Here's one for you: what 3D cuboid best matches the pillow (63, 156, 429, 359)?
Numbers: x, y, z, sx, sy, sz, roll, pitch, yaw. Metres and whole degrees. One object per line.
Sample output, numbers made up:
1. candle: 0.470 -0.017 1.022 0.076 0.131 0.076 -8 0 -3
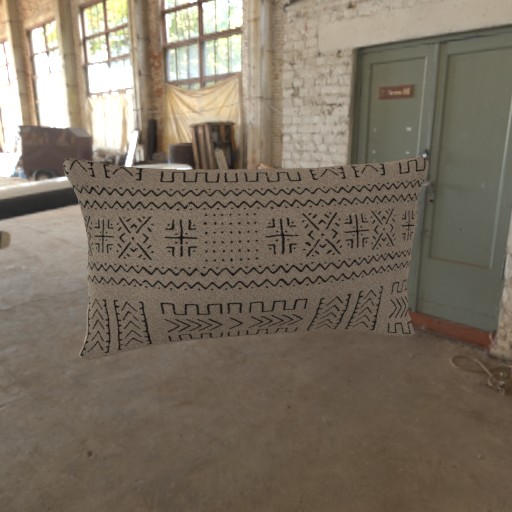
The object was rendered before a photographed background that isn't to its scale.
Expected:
1. pillow: 0.000 0.000 0.804 0.637 0.352 0.188 -2 15 -9
